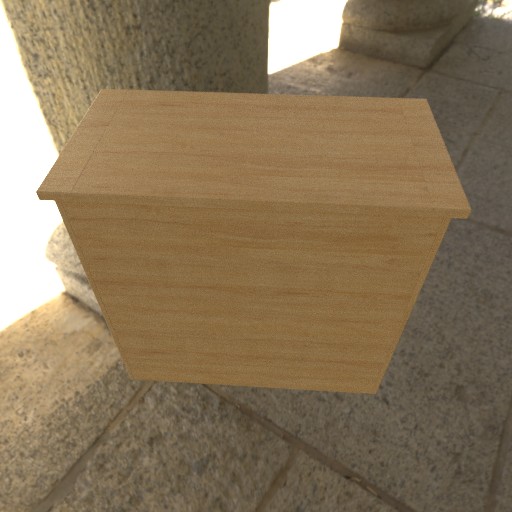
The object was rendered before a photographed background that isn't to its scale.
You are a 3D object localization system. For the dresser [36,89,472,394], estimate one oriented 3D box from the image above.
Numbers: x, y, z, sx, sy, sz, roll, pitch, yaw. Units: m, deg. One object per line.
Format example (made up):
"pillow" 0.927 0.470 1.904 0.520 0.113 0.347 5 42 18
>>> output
"dresser" 0.000 0.000 1.215 0.800 0.730 0.410 3 47 3
